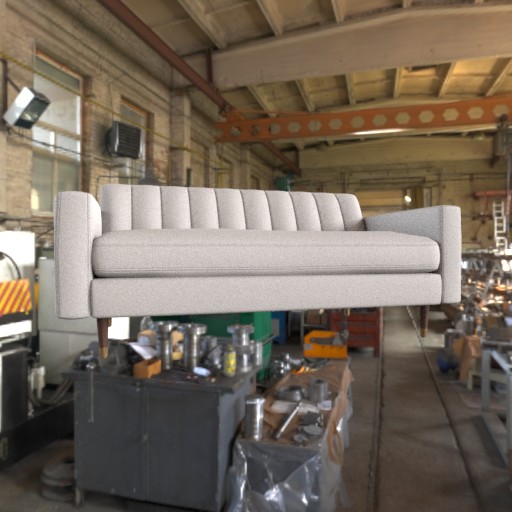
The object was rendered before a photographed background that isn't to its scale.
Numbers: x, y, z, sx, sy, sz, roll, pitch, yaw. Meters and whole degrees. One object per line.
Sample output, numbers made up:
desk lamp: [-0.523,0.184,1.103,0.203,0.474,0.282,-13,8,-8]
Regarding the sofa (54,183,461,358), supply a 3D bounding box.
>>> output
sofa: [0.000,0.000,2.379,1.895,0.814,0.969,0,0,-17]
